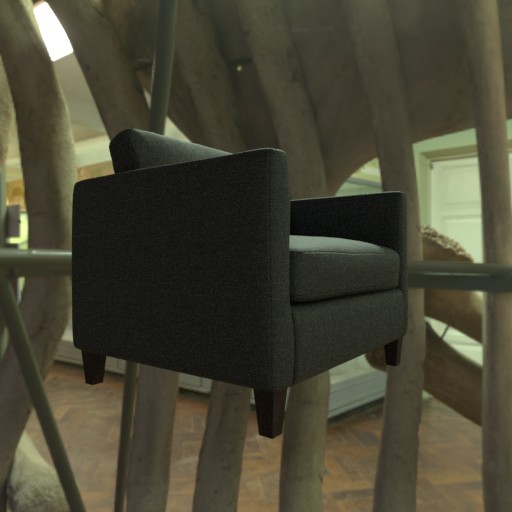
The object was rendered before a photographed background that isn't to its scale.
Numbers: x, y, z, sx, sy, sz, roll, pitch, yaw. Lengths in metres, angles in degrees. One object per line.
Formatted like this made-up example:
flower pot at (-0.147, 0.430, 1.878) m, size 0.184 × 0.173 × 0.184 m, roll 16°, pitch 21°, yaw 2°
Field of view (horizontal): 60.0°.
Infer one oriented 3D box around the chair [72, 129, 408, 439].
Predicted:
chair at (0.000, 0.000, 1.814) m, size 0.959 × 0.963 × 1.107 m, roll 0°, pitch 0°, yaw 37°
